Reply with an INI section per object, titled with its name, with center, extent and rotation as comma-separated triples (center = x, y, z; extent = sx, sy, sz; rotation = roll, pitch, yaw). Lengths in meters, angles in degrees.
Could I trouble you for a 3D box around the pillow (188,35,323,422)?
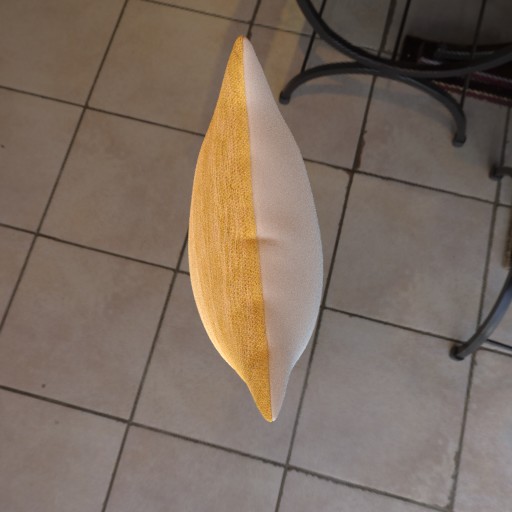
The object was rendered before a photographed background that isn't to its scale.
[pillow]
center = 0.000, 0.000, 0.703
extent = 0.211, 0.450, 0.450
rotation = -4, 76, -1
